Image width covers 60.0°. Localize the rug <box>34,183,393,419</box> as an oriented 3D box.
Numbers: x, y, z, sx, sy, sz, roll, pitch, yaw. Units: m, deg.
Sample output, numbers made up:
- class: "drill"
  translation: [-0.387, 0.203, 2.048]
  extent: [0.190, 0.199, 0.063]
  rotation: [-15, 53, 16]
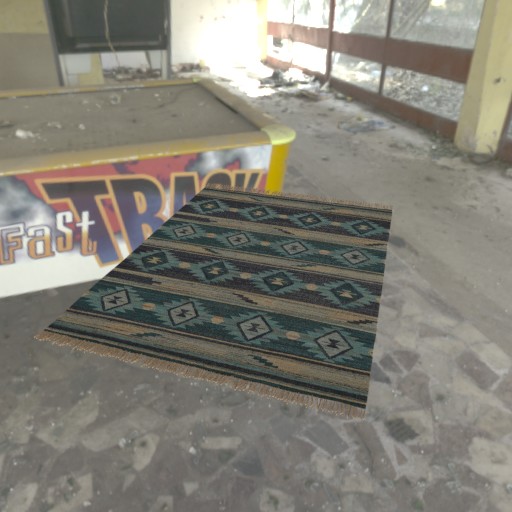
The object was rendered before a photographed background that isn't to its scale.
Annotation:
- class: "rug"
  translation: [0.000, 0.000, 4.299]
  extent: [2.418, 0.047, 3.307]
  rotation: [9, 32, 15]
